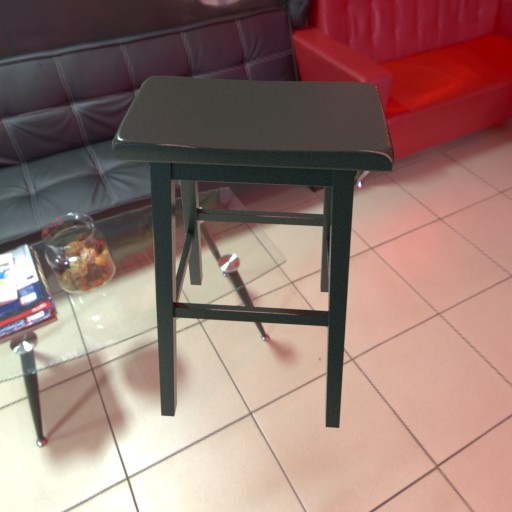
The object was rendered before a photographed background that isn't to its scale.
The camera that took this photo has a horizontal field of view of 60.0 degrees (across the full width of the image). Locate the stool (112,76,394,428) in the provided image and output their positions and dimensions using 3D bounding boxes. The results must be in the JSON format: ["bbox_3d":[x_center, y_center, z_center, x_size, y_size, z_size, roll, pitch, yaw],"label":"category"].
[{"bbox_3d":[0.000,0.000,1.033,0.457,0.737,0.476,3,46,3],"label":"stool"}]
